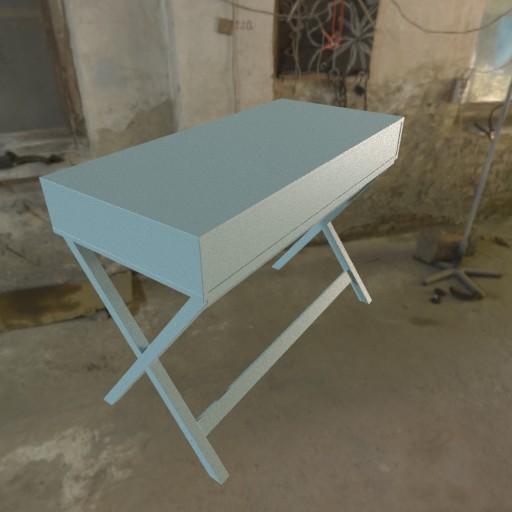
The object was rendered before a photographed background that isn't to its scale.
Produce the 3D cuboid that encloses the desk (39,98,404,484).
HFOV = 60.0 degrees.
[{"bbox_3d":[0.000,0.000,1.491,0.509,0.780,1.059,21,37,30],"label":"desk"}]
